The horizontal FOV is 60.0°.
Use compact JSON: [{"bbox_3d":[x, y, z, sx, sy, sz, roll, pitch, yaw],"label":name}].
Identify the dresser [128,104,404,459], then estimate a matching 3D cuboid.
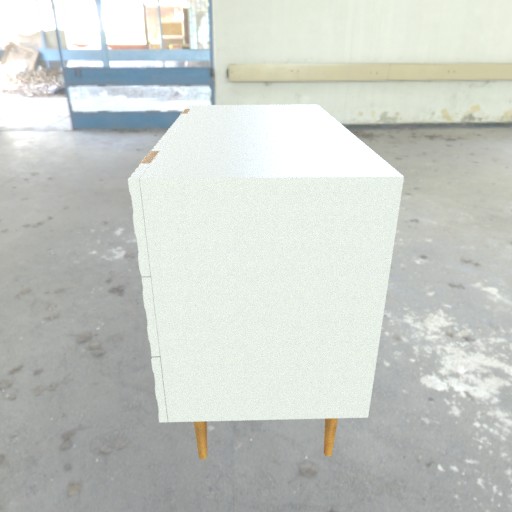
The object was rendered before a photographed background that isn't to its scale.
[{"bbox_3d":[0.000,0.000,1.282,0.457,0.721,0.905,-1,26,-2],"label":"dresser"}]
